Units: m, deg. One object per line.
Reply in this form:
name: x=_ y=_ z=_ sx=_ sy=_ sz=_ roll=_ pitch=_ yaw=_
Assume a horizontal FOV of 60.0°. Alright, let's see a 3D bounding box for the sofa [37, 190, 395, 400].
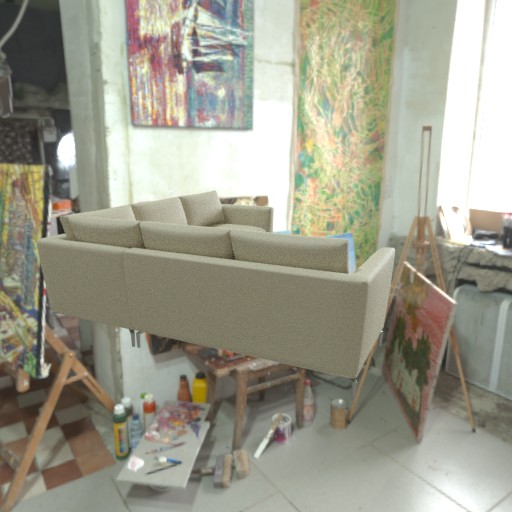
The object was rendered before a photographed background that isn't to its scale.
sofa: x=0.000 y=0.000 z=3.842 sx=2.430 sy=0.867 sz=2.448 roll=7 pitch=15 yaw=25
